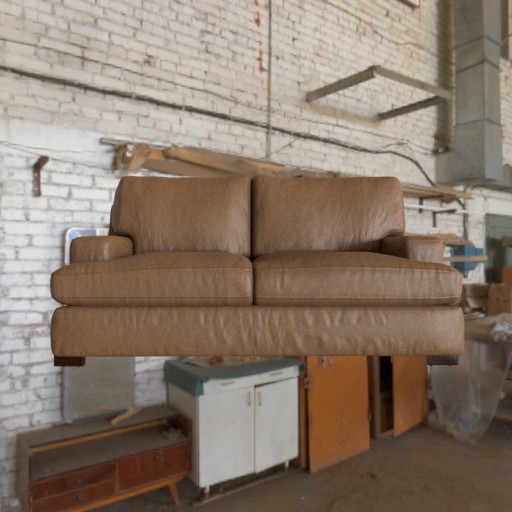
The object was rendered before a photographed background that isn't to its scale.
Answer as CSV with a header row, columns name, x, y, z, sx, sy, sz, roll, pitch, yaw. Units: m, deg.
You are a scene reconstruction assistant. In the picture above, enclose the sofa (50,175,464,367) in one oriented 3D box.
name,x,y,z,sx,sy,sz,roll,pitch,yaw
sofa,0.000,0.000,2.381,1.855,0.980,0.962,0,0,-1
